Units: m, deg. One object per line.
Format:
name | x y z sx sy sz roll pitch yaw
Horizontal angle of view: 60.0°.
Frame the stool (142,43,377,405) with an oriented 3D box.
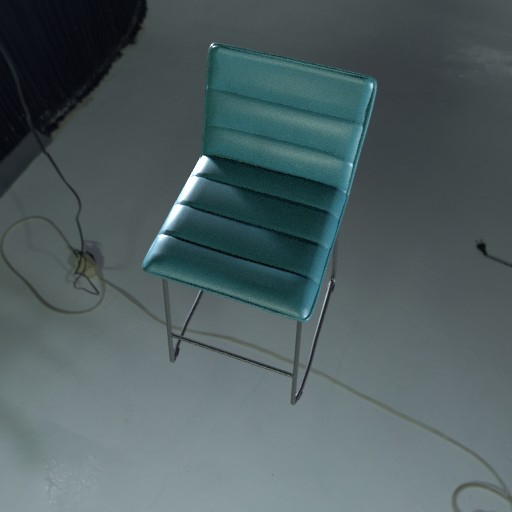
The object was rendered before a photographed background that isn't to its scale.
stool | 0.000 0.000 1.252 0.489 0.936 0.524 17 61 9
